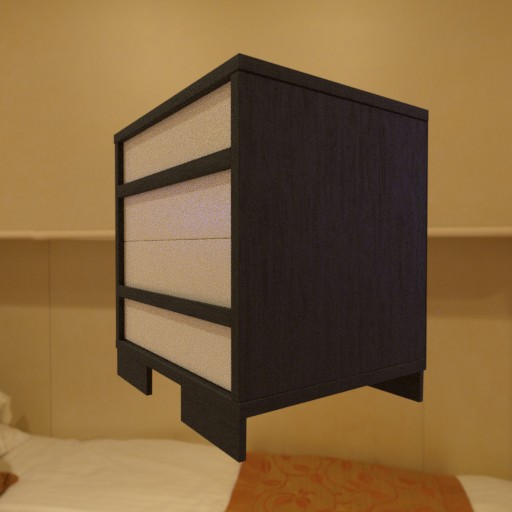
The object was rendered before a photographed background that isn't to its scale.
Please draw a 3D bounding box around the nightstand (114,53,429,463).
[{"bbox_3d":[0.000,0.000,0.754,0.347,0.448,0.427,-1,1,-35],"label":"nightstand"}]
